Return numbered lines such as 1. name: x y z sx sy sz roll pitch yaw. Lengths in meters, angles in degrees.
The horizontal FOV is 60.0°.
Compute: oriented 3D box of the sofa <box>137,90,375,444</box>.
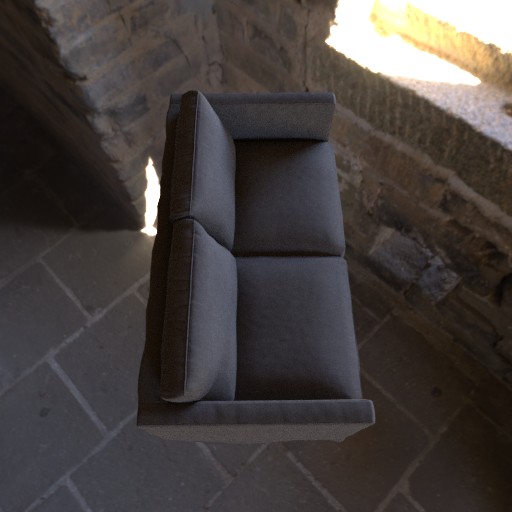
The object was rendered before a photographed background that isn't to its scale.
1. sofa: 0.000 0.000 2.368 0.974 0.854 1.802 -1 63 0
